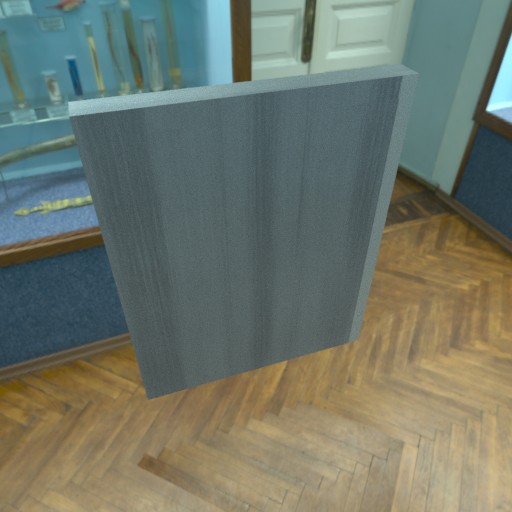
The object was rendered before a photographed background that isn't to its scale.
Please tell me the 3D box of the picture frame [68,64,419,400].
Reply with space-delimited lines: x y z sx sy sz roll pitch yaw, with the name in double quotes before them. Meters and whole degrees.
"picture frame" 0.000 0.000 0.736 0.449 0.555 0.046 -12 41 -14
